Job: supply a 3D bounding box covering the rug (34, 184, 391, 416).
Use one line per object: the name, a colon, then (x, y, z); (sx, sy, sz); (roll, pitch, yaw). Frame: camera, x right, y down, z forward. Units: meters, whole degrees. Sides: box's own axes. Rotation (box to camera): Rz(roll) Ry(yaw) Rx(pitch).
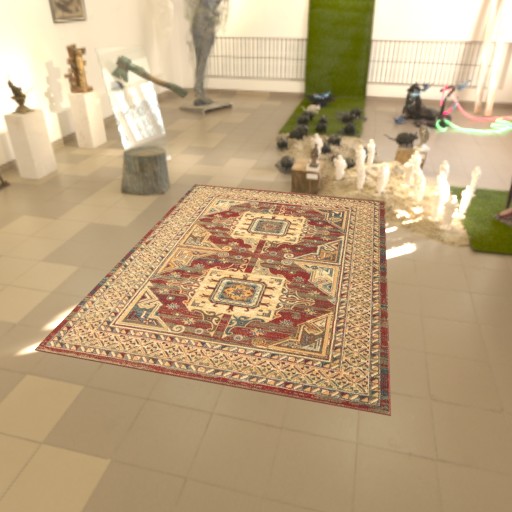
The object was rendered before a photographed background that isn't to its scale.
rug: (0.000, 0.000, 4.159); (2.381, 0.013, 3.197); (7, 31, 12)
